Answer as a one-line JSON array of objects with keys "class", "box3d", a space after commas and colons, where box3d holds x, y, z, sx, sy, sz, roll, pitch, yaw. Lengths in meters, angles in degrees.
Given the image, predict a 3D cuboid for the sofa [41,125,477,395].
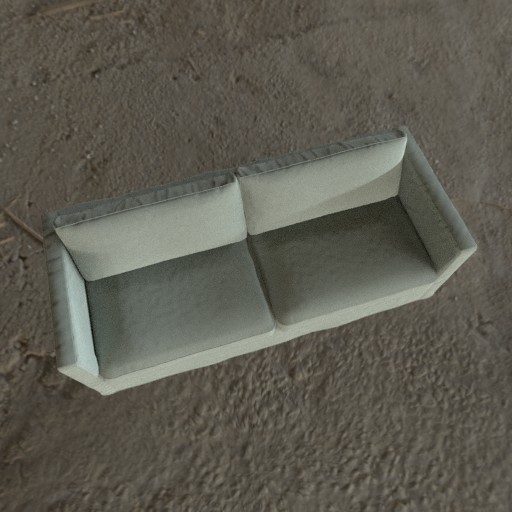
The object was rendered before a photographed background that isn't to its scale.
[{"class": "sofa", "box3d": [0.000, 0.000, 2.723, 2.312, 0.853, 0.962, -15, 65, -7]}]
